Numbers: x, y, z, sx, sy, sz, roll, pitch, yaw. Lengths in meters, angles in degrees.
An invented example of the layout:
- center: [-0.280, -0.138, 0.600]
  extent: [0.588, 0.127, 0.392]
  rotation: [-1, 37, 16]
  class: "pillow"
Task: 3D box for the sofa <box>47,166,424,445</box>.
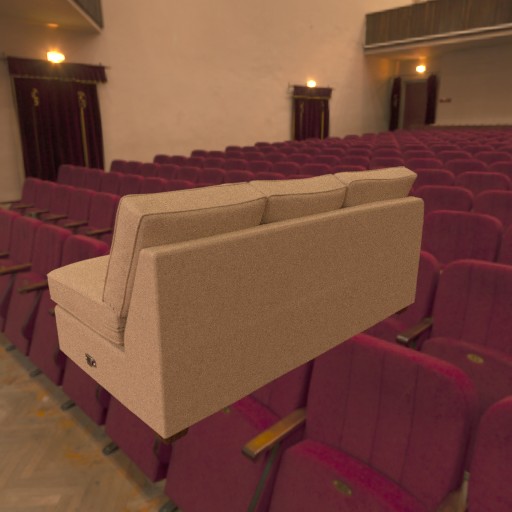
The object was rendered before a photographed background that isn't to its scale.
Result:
- center: [0.000, 0.000, 2.502]
  extent: [1.962, 0.946, 1.034]
  rotation: [-15, 22, -42]
  class: "sofa"
